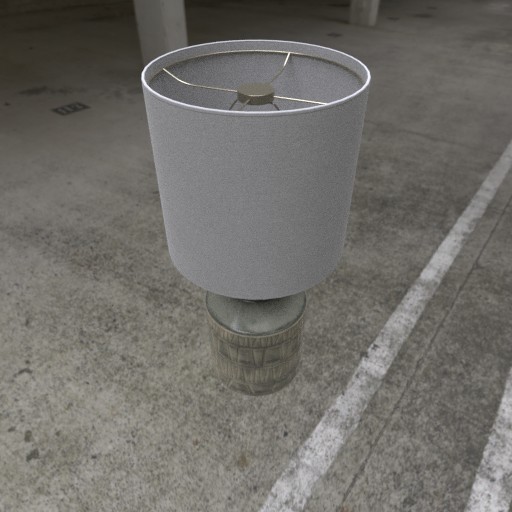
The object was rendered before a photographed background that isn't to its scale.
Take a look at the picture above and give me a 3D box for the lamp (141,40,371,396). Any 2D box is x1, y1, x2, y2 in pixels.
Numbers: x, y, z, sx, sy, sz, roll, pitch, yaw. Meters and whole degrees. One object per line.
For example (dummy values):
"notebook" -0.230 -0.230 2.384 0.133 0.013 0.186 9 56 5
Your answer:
"lamp" 0.000 0.000 0.560 0.211 0.455 0.211 24 45 27
